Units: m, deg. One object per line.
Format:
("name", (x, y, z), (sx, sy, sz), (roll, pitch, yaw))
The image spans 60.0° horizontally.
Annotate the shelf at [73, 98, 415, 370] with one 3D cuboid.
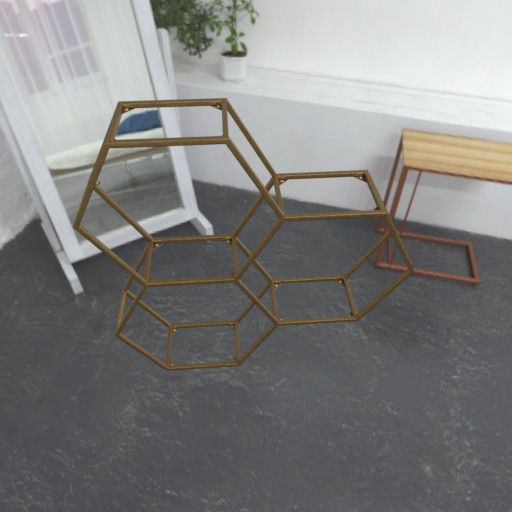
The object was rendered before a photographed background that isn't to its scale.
("shelf", (0.000, 0.000, 1.035), (0.708, 0.701, 0.150), (-3, 45, -3))
